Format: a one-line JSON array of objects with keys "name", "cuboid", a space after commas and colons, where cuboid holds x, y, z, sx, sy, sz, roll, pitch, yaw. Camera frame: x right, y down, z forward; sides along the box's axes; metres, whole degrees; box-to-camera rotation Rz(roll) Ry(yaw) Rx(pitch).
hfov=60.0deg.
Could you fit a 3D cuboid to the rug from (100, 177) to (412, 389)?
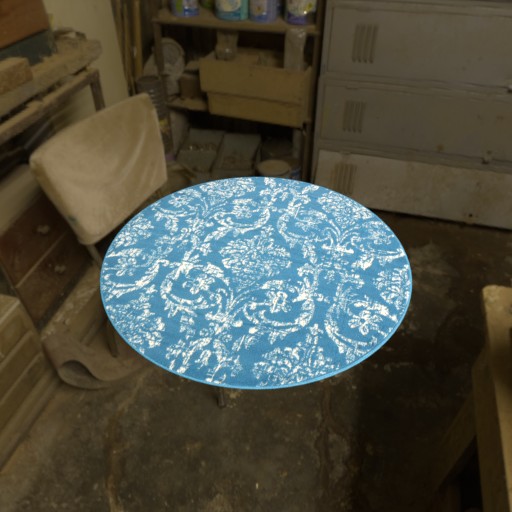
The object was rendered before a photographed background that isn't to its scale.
[{"name": "rug", "cuboid": [0.000, 0.000, 2.340, 1.593, 0.012, 1.593, 0, 41, 0]}]
